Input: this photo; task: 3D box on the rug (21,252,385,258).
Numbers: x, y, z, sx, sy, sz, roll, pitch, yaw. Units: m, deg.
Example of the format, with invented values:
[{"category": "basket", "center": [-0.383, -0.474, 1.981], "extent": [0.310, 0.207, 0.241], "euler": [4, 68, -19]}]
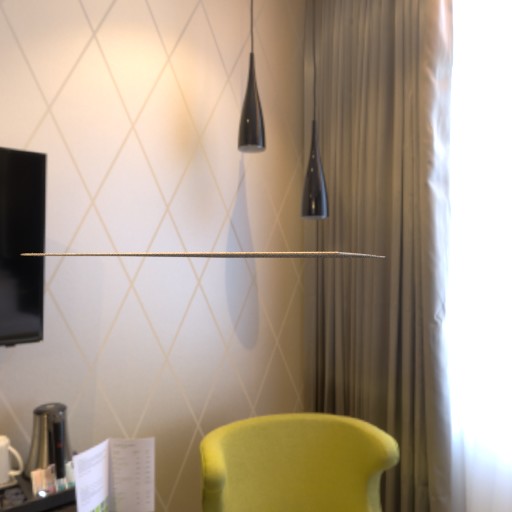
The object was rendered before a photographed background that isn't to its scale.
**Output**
[{"category": "rug", "center": [0.000, 0.000, 3.000], "extent": [1.529, 0.012, 2.435], "euler": [0, -1, 20]}]
